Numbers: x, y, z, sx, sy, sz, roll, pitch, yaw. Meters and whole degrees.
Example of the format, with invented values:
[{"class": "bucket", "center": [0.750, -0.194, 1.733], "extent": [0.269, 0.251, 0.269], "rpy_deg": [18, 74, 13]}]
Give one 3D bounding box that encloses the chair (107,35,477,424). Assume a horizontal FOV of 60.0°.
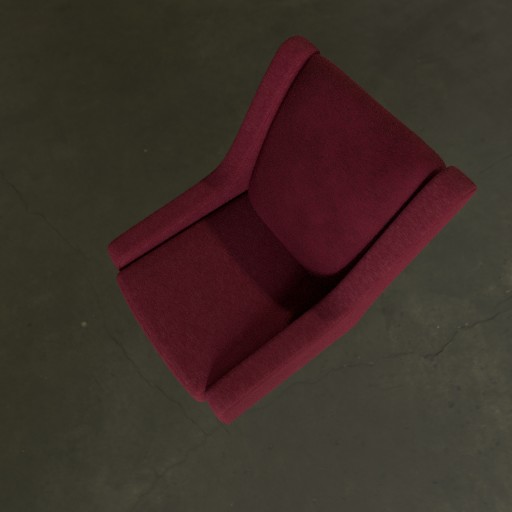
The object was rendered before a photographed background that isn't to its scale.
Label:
[{"class": "chair", "center": [0.000, 0.000, 1.673], "extent": [0.985, 1.017, 0.793], "rpy_deg": [-34, 69, -15]}]
